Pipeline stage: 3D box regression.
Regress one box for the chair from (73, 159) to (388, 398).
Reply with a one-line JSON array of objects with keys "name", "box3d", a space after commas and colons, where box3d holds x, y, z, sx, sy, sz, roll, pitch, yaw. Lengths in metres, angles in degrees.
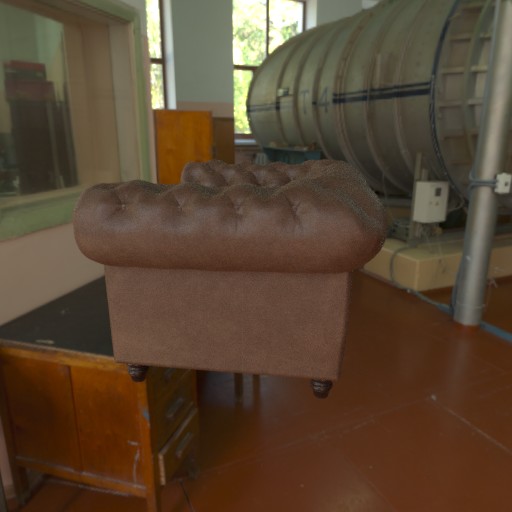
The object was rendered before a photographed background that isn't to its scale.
[{"name": "chair", "box3d": [0.000, 0.000, 1.932, 0.954, 0.784, 1.298, 2, 16, 8]}]
